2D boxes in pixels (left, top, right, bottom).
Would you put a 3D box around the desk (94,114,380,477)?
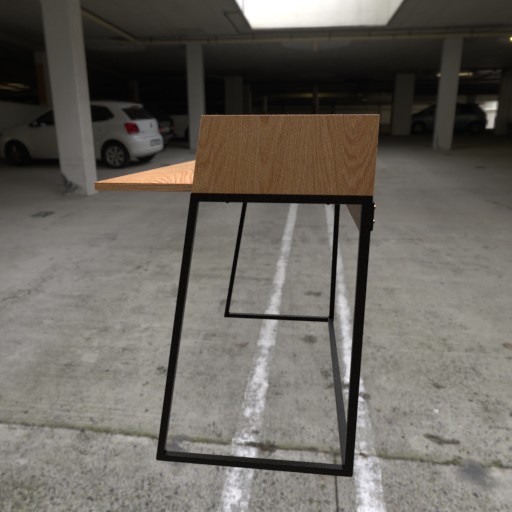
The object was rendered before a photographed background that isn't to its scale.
[{"bbox_3d":[0.000,0.000,1.830,0.769,1.061,1.191,2,15,7],"label":"desk"}]
